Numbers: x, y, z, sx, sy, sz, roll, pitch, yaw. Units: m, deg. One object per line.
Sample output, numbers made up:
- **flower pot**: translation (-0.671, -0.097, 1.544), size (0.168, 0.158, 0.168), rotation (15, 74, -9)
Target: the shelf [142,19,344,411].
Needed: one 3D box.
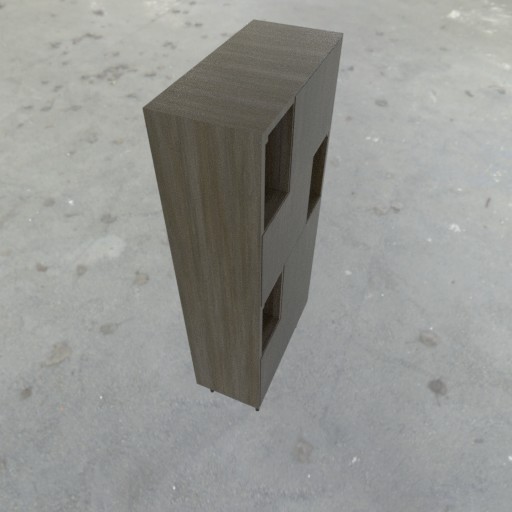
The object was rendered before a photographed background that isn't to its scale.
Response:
- **shelf**: translation (0.000, 0.000, 1.802), size (0.323, 1.545, 0.670), rotation (17, 48, 16)
